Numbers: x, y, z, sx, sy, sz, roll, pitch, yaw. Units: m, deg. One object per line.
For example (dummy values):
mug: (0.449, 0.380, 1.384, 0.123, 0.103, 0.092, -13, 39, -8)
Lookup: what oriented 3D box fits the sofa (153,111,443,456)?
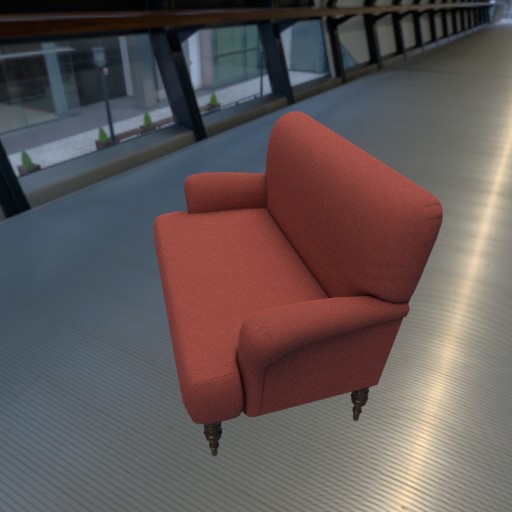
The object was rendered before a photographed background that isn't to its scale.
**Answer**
sofa: (0.000, 0.000, 1.831, 0.779, 0.889, 1.297, -8, 32, -13)
